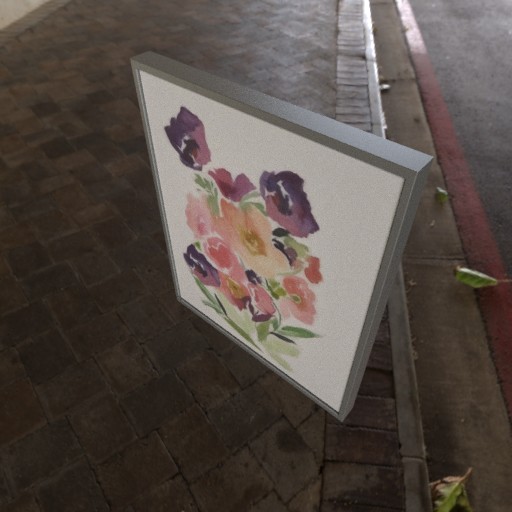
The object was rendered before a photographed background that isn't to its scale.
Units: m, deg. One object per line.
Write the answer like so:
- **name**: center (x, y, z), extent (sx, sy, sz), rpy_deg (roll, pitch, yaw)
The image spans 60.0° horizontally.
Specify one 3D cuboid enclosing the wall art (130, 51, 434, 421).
- **wall art**: center (0.000, 0.000, 0.745), extent (0.452, 0.549, 0.038), rpy_deg (31, 52, 28)
